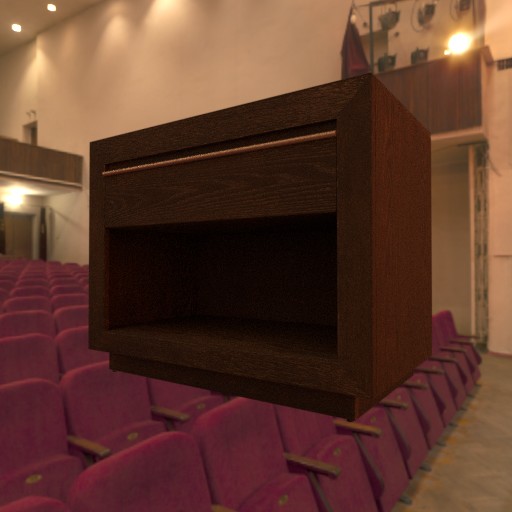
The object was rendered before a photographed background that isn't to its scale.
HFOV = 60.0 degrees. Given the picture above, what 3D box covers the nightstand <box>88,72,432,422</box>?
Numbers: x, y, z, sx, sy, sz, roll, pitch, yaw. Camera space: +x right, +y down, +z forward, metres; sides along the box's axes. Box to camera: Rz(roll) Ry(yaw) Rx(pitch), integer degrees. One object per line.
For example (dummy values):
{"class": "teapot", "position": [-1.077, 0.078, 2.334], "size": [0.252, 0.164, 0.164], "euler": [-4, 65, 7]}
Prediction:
{"class": "nightstand", "position": [0.000, 0.000, 1.147], "size": [0.775, 0.612, 0.457], "euler": [-1, -1, 34]}
